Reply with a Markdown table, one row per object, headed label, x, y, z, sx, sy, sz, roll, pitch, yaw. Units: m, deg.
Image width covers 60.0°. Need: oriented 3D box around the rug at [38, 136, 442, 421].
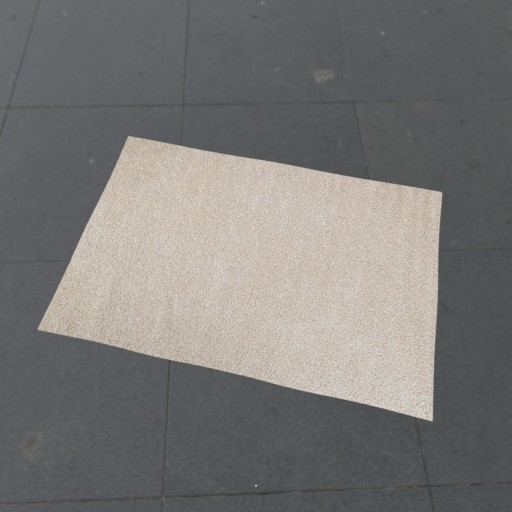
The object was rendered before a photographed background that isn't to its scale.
| label | x | y | z | sx | sy | sz | roll | pitch | yaw |
| --- | --- | --- | --- | --- | --- | --- | --- | --- | --- |
| rug | 0.000 | 0.000 | 3.346 | 2.699 | 0.025 | 1.800 | 11 | 63 | 6 |
